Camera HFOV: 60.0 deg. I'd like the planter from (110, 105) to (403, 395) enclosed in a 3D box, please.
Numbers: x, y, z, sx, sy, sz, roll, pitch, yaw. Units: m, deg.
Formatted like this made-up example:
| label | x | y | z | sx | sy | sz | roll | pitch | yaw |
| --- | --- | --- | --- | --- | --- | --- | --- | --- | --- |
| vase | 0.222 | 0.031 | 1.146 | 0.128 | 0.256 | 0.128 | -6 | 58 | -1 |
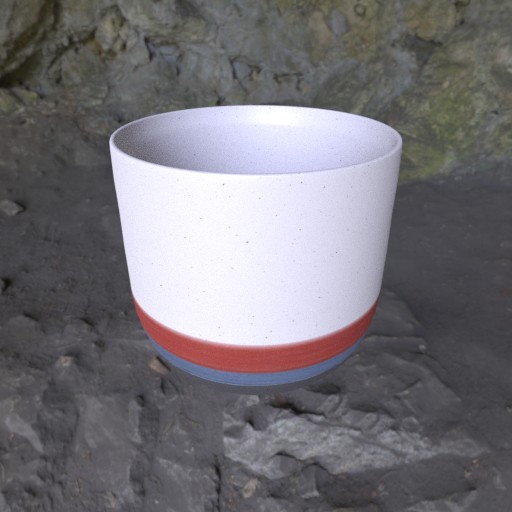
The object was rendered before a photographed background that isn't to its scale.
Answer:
| label | x | y | z | sx | sy | sz | roll | pitch | yaw |
| --- | --- | --- | --- | --- | --- | --- | --- | --- | --- |
| planter | 0.000 | 0.000 | 0.482 | 0.268 | 0.270 | 0.268 | 0 | 29 | 0 |
